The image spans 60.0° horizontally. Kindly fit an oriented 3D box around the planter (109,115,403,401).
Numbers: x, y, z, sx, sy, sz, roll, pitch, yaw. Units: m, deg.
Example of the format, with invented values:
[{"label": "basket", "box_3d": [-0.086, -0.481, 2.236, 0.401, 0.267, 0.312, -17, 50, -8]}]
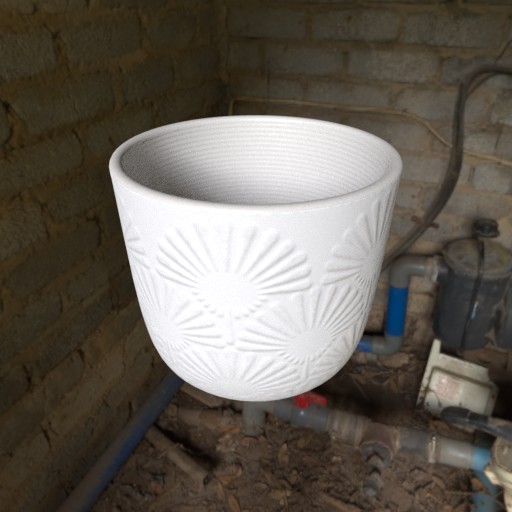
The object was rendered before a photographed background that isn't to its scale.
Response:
[{"label": "planter", "box_3d": [0.000, 0.000, 0.221, 0.124, 0.109, 0.124, 0, 31, 0]}]
